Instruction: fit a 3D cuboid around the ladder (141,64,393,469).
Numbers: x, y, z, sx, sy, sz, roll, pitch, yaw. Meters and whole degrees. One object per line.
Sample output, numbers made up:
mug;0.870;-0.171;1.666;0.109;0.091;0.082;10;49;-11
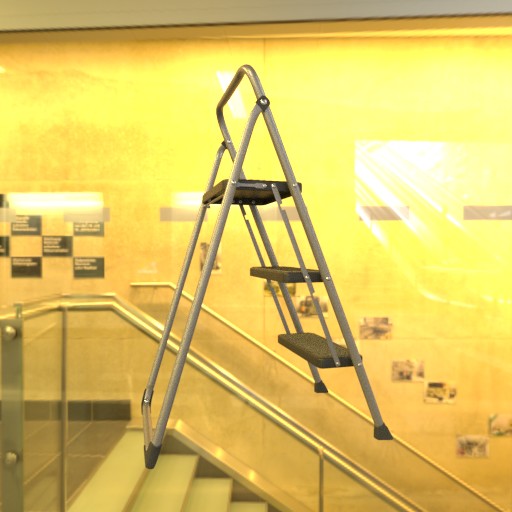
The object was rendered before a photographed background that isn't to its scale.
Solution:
ladder;0.000;0.000;1.261;0.629;0.945;0.430;0;1;-16
